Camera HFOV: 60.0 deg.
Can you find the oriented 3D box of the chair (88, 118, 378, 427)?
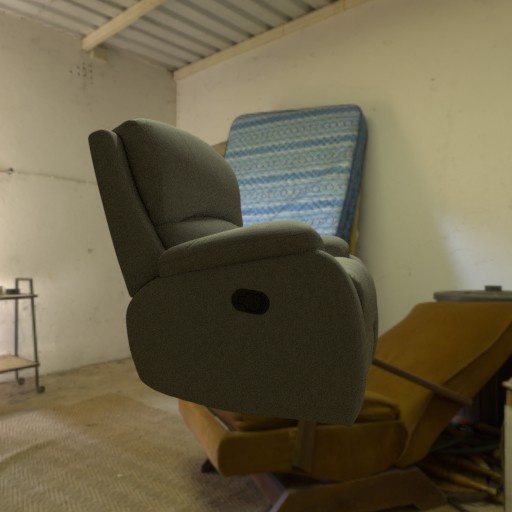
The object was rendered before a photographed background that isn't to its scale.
[{"bbox_3d":[0.000,0.000,1.722,0.899,1.011,0.930,0,-1,18],"label":"chair"}]
